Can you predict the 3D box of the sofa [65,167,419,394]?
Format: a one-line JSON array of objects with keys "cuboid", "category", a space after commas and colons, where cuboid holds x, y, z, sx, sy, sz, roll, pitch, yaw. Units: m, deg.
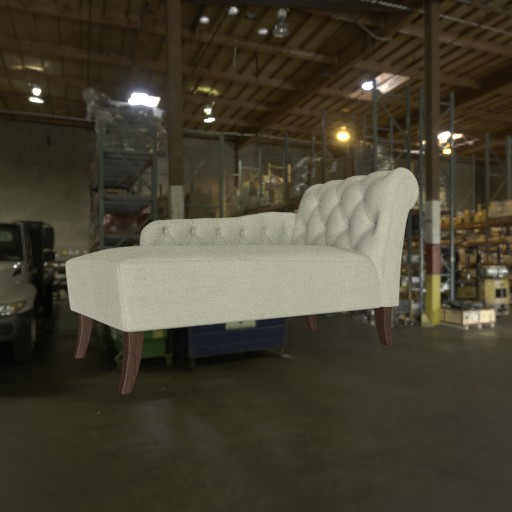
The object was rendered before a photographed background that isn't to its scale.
[{"cuboid": [0.000, 0.000, 1.865, 1.379, 0.787, 0.675, 0, 0, -35], "category": "sofa"}]
